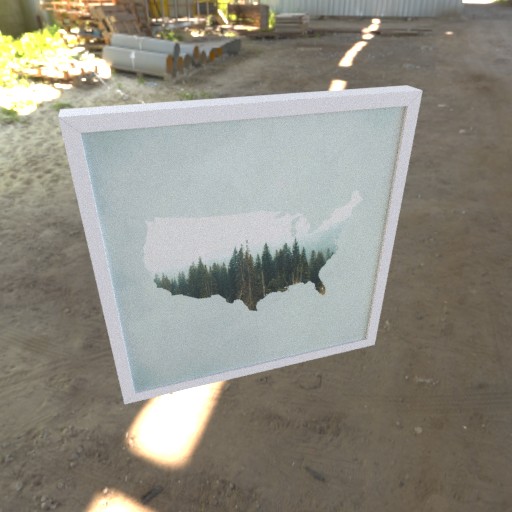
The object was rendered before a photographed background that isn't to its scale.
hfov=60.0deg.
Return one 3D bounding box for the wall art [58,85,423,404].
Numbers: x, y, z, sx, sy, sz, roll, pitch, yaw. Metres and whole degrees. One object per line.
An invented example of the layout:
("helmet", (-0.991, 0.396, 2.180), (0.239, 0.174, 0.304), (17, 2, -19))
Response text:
("wall art", (0.000, 0.000, 0.446), (0.304, 0.304, 0.024), (-9, 33, -15))
